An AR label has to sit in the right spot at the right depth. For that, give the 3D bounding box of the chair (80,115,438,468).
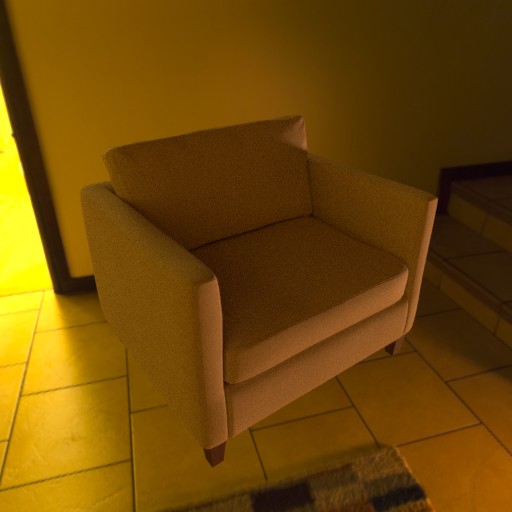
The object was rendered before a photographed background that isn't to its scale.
[{"bbox_3d":[0.000,0.000,1.840,1.107,0.961,0.959,-19,34,-31],"label":"chair"}]
